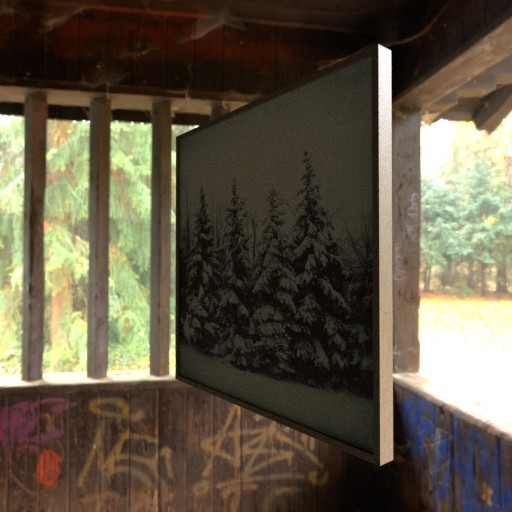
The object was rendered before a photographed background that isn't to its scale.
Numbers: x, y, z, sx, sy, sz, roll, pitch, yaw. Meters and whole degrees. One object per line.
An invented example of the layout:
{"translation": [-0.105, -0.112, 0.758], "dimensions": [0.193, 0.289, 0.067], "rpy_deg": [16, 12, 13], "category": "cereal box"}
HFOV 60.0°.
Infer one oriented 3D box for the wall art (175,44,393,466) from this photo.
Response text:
{"translation": [0.000, 0.000, 1.103], "dimensions": [0.039, 0.758, 0.758], "rpy_deg": [1, -1, -39], "category": "wall art"}
